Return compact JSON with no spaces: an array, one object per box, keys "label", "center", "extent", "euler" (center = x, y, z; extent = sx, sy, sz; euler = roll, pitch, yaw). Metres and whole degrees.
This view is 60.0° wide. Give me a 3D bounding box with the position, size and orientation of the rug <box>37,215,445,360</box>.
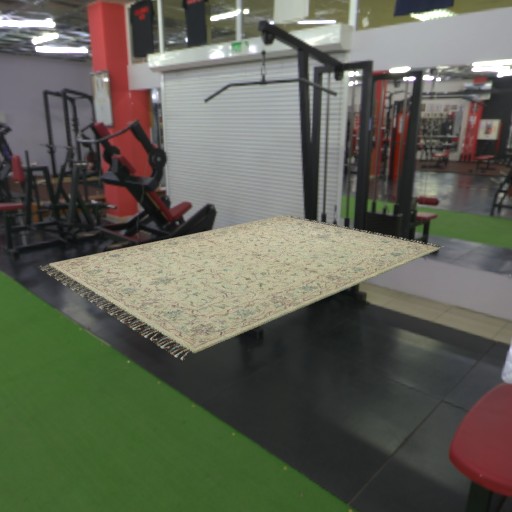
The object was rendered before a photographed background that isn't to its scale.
[{"label":"rug","center":[0.000,0.000,2.343],"extent":[1.802,0.008,1.247],"euler":[-16,23,-41]}]
